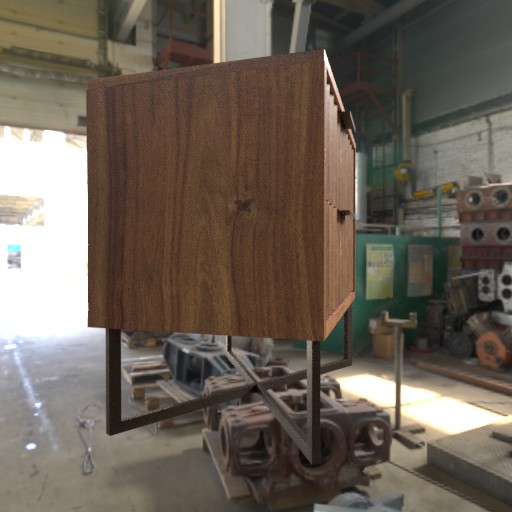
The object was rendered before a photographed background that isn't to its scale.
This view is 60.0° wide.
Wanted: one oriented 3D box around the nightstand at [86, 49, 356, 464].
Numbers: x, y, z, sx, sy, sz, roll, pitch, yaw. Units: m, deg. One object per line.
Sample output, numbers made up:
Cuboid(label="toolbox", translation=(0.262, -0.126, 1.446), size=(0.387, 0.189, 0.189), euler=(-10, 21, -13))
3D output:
Cuboid(label="nightstand", translation=(0.000, 0.000, 1.000), size=(0.427, 0.615, 0.613), euler=(0, 1, 17))
